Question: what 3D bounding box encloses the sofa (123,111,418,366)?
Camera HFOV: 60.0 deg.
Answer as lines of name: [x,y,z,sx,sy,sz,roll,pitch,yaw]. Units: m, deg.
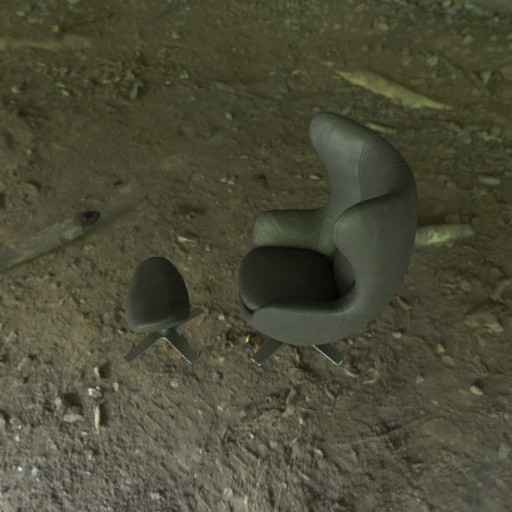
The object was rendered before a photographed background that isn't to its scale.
sofa: [0.000,0.000,2.194,1.444,1.135,0.894,0,41,0]
